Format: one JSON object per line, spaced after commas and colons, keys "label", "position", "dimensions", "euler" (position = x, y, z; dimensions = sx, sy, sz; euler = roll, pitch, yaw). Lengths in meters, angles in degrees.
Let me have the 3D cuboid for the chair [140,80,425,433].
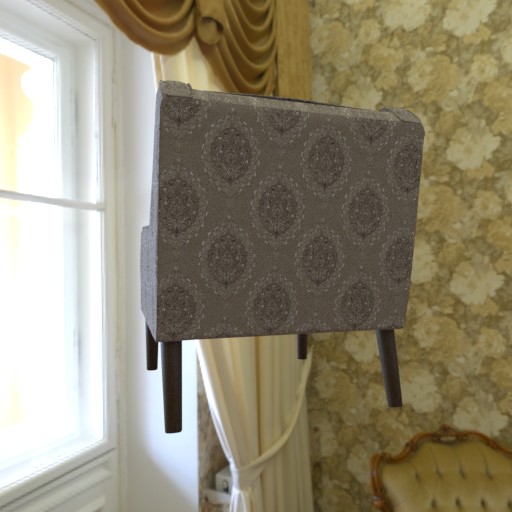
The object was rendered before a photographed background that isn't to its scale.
{"label": "chair", "position": [0.000, 0.000, 1.355], "dimensions": [0.665, 0.797, 0.750], "euler": [0, -1, -18]}
